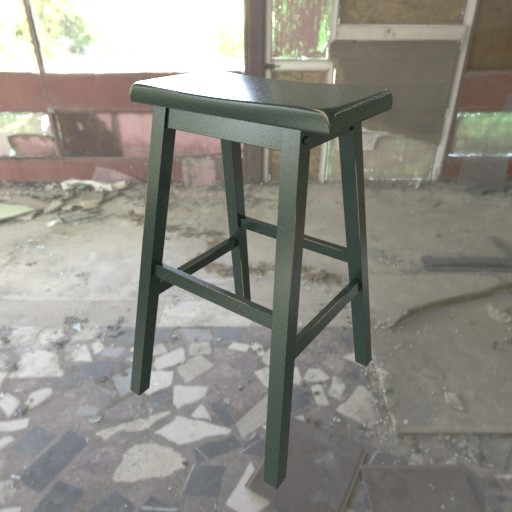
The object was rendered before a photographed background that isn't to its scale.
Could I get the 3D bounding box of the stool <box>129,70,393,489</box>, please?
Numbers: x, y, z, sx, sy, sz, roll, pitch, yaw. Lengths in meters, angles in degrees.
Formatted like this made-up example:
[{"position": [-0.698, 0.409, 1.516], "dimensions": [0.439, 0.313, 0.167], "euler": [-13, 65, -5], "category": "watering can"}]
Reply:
[{"position": [0.000, 0.000, 1.014], "dimensions": [0.457, 0.737, 0.476], "euler": [20, 35, 31], "category": "stool"}]
